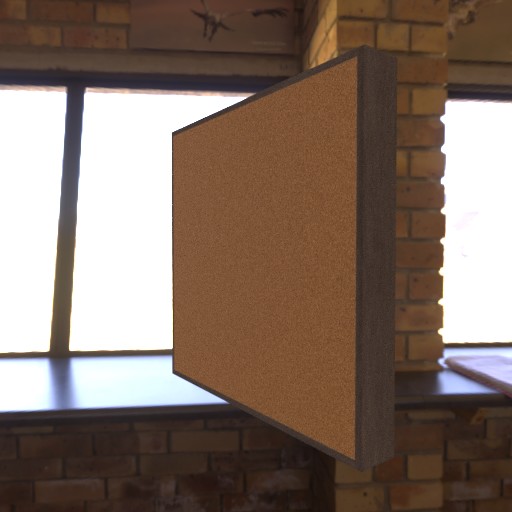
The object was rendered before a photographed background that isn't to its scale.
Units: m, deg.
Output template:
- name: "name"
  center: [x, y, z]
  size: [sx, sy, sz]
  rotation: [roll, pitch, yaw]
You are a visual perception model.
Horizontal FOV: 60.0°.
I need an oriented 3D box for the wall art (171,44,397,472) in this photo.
- name: "wall art"
  center: [0.000, 0.000, 0.444]
  size: [0.038, 0.302, 0.303]
  rotation: [-1, 2, -37]
